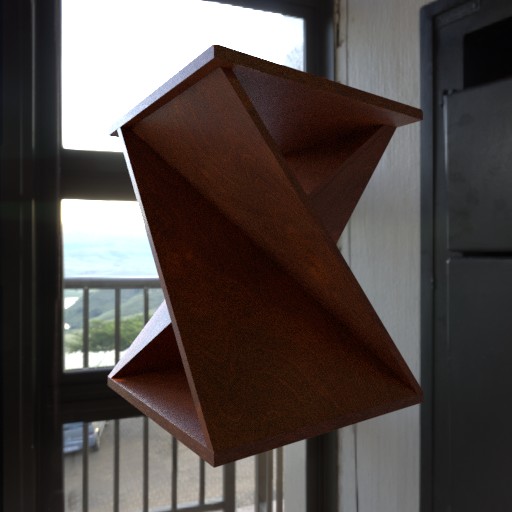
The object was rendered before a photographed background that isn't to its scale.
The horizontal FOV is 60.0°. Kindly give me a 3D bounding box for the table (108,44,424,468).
[{"bbox_3d":[0.000,0.000,0.839,0.427,0.520,0.427,0,0,-35],"label":"table"}]
